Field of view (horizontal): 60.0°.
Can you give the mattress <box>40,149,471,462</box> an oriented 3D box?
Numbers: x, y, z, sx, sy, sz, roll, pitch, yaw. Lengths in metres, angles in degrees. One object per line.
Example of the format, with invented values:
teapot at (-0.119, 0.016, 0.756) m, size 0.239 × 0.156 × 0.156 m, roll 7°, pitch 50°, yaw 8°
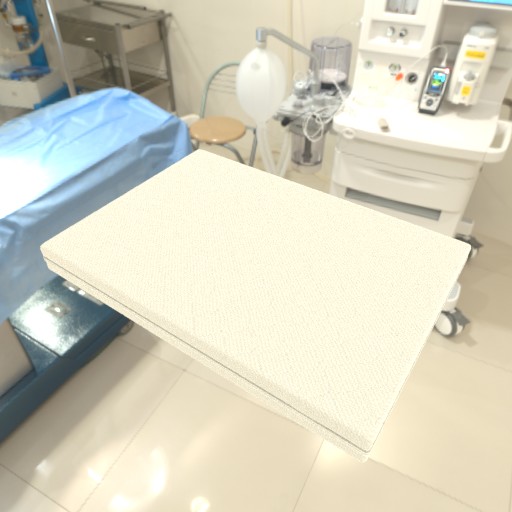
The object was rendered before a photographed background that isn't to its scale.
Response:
mattress at (0.000, 0.000, 2.534) m, size 2.000 × 0.200 × 1.400 m, roll 24°, pitch 47°, yaw 25°
